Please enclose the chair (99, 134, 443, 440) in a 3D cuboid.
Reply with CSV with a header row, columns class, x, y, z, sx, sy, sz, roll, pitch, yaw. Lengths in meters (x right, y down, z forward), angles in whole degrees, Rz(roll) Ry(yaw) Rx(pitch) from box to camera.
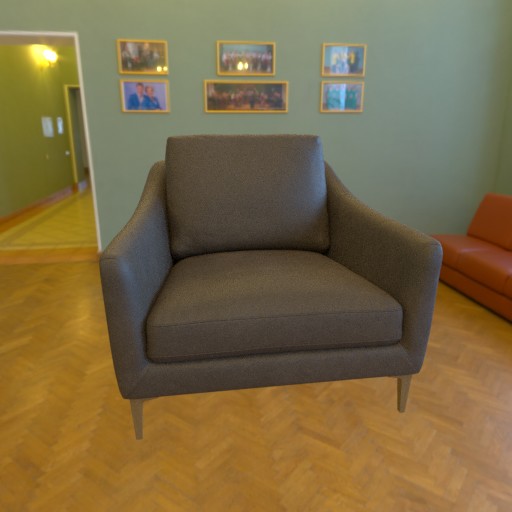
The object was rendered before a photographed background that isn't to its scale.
class,x,y,z,sx,sy,sz,roll,pitch,yaw
chair,0.000,0.000,1.710,0.988,0.901,0.961,-3,16,-9
